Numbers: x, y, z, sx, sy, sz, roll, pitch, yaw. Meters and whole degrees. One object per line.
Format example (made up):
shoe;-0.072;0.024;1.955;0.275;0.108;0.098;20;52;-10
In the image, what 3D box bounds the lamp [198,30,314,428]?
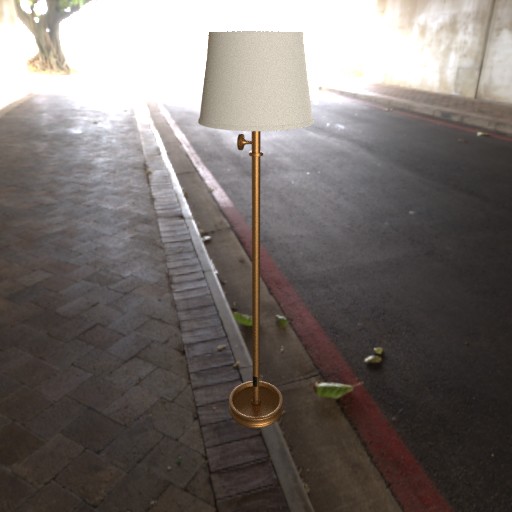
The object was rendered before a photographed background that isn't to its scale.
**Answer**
lamp;0.000;0.000;0.787;0.178;0.710;0.178;0;25;0
